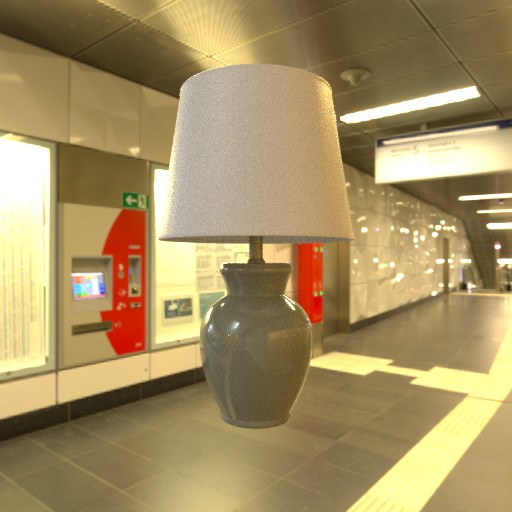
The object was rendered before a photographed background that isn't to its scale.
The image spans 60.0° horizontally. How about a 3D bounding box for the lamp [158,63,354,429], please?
[{"bbox_3d":[0.000,0.000,0.554,0.239,0.399,0.239,0,0,0],"label":"lamp"}]
